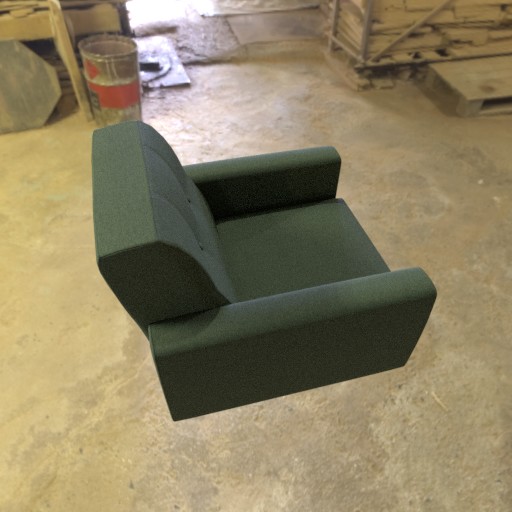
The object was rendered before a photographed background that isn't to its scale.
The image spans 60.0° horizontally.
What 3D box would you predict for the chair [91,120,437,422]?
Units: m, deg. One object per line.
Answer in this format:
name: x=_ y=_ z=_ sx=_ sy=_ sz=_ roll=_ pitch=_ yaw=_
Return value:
chair: x=0.000 y=0.000 z=1.544 sx=0.909 sy=0.841 sz=0.831 roll=-11 pitch=47 yaw=-11
